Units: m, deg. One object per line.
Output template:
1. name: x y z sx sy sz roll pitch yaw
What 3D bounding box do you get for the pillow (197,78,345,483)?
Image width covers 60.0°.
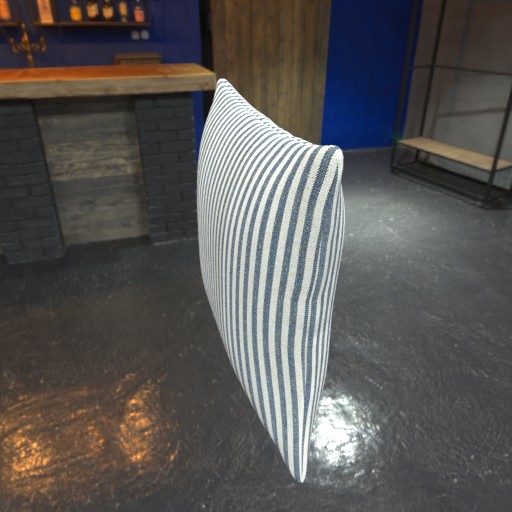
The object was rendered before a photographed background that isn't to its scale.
1. pillow: 0.000 0.000 0.761 0.166 0.510 0.523 -8 30 -14
